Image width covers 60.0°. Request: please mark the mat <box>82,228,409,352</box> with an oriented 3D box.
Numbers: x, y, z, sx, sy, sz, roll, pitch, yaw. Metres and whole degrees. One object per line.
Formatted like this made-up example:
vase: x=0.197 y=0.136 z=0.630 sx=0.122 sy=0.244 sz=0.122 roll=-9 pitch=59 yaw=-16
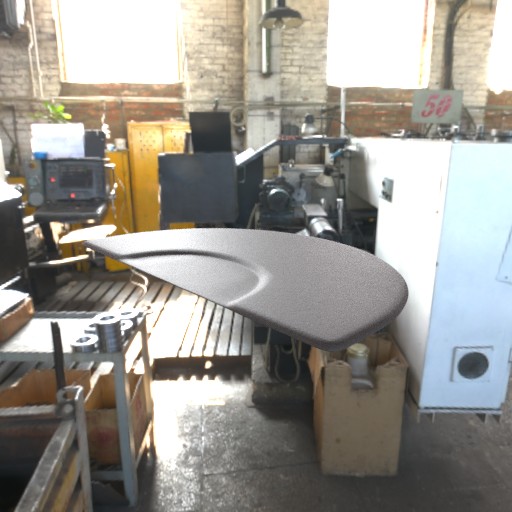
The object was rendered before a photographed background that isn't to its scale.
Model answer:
mat: x=0.000 y=0.000 z=1.895 sx=0.917 sy=0.022 sz=1.525 roll=-14 pitch=21 yaw=-41
